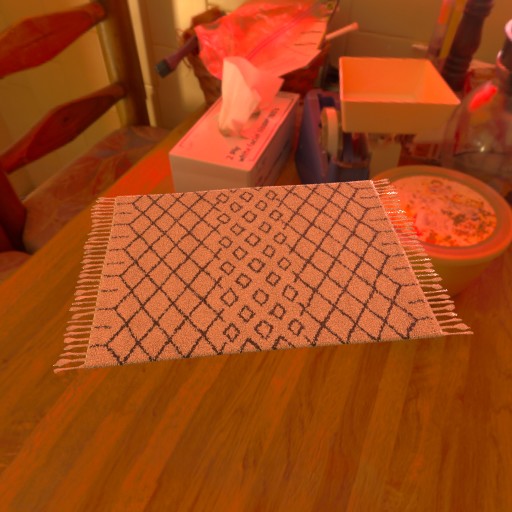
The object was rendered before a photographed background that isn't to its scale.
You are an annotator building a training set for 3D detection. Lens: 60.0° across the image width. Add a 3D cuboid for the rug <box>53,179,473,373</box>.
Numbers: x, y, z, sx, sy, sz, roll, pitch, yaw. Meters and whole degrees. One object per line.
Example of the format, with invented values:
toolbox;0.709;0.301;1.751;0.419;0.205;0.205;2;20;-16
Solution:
rug;0.000;0.000;3.284;2.615;0.029;1.664;-4;46;-4
